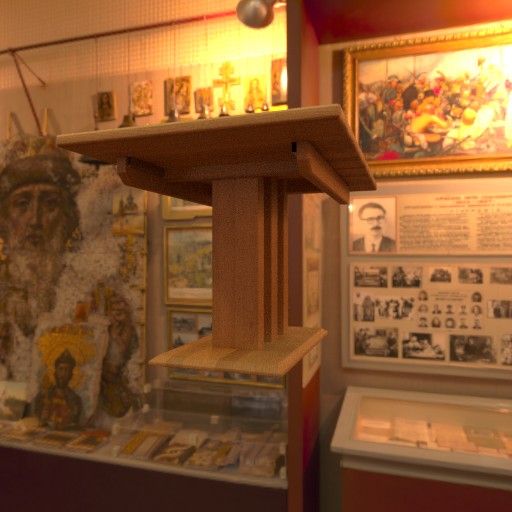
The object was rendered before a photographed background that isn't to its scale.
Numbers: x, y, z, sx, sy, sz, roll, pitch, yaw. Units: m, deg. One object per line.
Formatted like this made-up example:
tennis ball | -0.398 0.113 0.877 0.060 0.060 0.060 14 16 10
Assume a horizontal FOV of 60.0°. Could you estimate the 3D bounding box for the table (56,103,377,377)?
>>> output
table | 0.000 0.000 1.871 0.900 0.770 1.300 0 0 19
